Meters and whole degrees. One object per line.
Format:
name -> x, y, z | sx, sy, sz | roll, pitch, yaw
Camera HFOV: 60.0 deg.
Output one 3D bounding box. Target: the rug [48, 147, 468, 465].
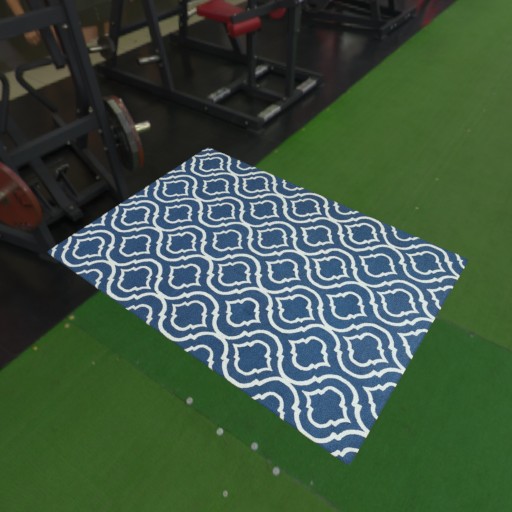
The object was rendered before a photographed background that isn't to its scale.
rug -> 0.000, 0.000, 2.752 | 2.134, 0.010, 1.524 | 28, 52, 25
